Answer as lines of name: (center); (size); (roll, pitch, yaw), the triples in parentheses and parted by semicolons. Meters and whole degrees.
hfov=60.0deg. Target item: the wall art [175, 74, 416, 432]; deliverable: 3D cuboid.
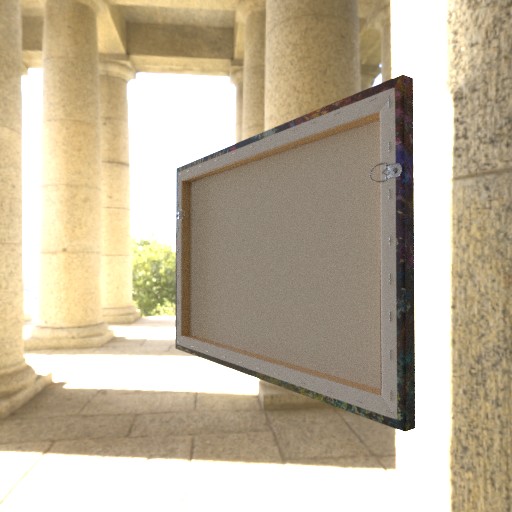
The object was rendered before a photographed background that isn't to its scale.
wall art: (0.000, 0.000, 1.412); (0.042, 0.760, 1.136); (1, -1, -35)
